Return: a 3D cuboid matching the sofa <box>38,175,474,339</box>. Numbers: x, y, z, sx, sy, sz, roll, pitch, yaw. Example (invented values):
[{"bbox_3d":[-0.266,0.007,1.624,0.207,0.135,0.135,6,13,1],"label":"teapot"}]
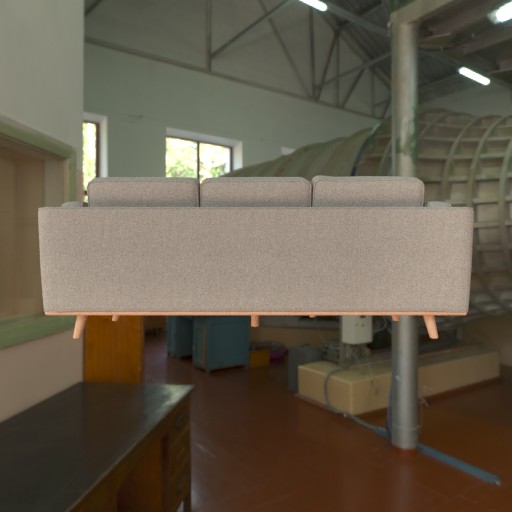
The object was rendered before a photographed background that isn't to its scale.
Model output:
[{"bbox_3d":[0.000,0.000,3.180,2.411,0.929,1.604,0,0,0],"label":"sofa"}]
